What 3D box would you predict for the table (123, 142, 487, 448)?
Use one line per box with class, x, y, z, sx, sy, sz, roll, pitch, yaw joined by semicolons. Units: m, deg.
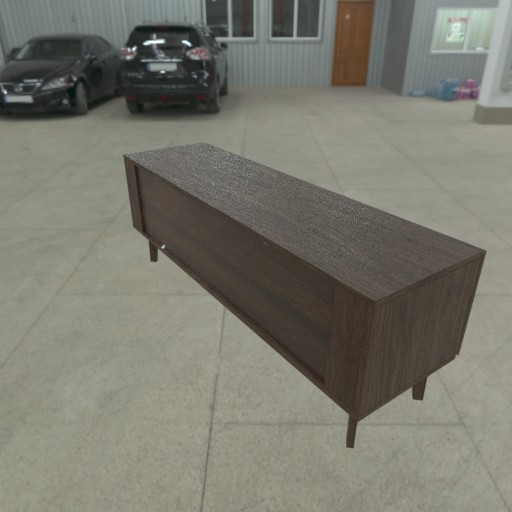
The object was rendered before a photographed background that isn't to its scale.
table;0.000;0.000;1.608;0.405;0.508;1.397;-18;32;-31
